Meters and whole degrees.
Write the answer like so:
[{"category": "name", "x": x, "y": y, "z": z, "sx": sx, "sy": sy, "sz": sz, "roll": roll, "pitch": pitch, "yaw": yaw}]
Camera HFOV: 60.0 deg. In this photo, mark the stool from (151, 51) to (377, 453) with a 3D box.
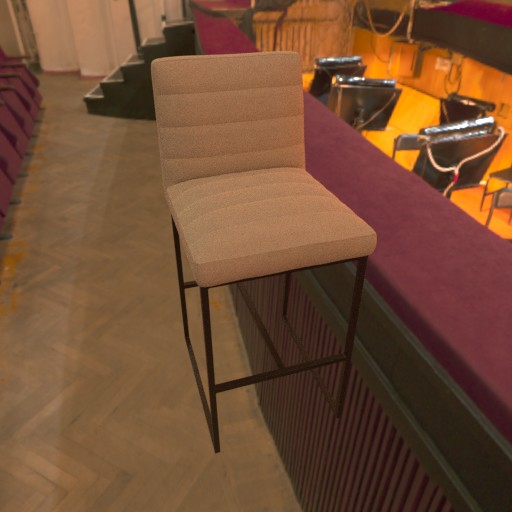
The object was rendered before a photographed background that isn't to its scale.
[{"category": "stool", "x": 0.000, "y": 0.000, "z": 1.357, "sx": 0.464, "sy": 1.061, "sz": 0.573, "roll": -10, "pitch": 35, "yaw": -15}]
